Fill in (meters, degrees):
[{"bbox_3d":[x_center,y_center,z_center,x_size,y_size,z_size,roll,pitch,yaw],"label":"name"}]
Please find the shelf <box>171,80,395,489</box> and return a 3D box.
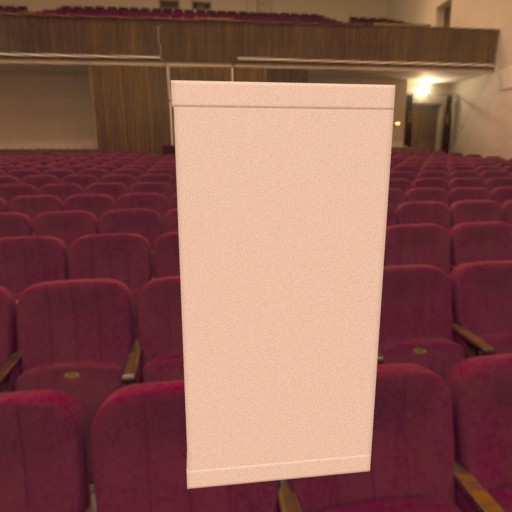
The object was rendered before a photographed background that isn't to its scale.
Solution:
[{"bbox_3d":[0.000,0.000,1.226,0.390,0.786,0.790,-2,13,-7],"label":"shelf"}]
